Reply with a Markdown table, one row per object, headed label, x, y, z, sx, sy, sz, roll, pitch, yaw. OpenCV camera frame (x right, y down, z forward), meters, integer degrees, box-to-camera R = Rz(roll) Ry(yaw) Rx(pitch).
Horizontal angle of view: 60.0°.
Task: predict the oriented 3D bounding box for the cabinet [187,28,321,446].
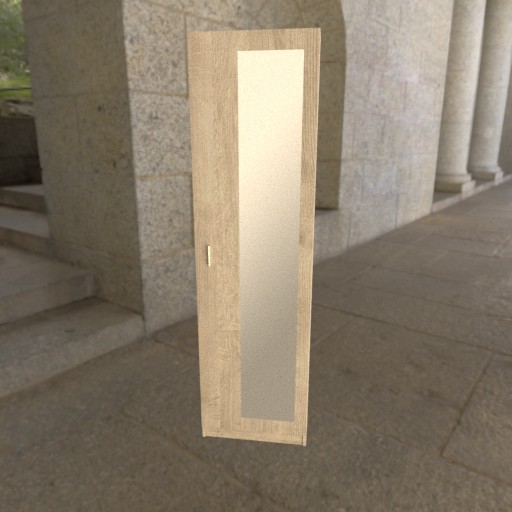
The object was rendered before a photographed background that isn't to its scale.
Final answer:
| label | x | y | z | sx | sy | sz | roll | pitch | yaw |
| --- | --- | --- | --- | --- | --- | --- | --- | --- | --- |
| cabinet | 0.000 | 0.000 | 1.971 | 0.500 | 1.790 | 0.230 | 2 | 15 | 8 |
